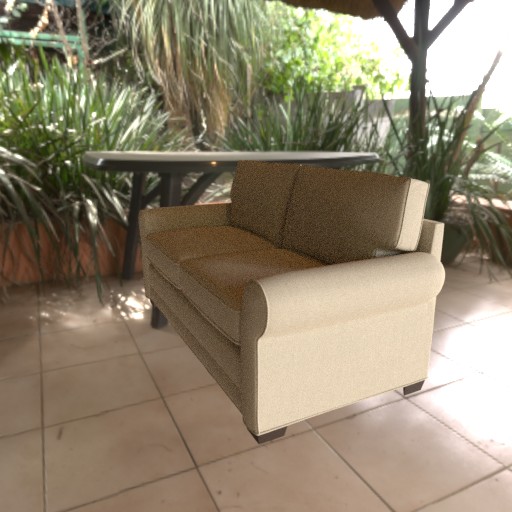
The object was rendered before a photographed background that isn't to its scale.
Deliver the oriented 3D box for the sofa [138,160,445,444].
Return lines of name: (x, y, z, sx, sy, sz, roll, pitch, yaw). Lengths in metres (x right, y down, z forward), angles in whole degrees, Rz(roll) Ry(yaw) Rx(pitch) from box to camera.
sofa: (0.000, 0.000, 2.328, 0.861, 0.933, 1.774, -7, 17, -26)
